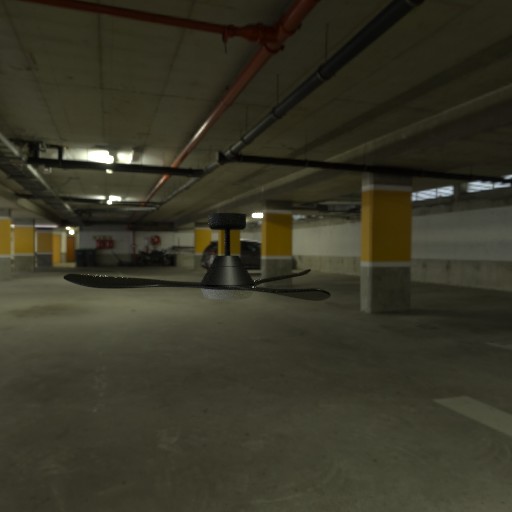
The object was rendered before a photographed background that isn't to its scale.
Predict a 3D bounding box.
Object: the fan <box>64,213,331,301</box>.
[{"bbox_3d":[0.000,0.000,1.593,1.067,0.305,1.067,-1,1,-36],"label":"fan"}]
